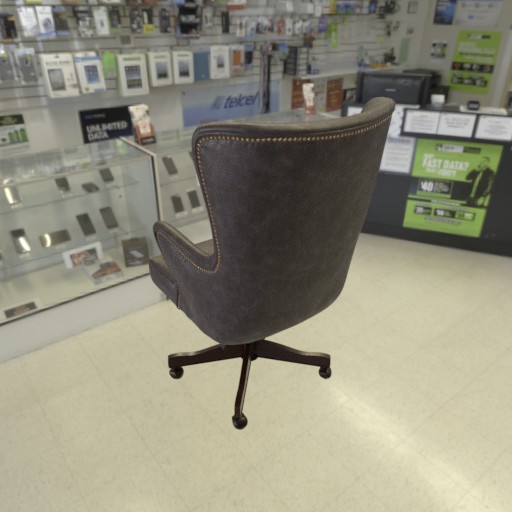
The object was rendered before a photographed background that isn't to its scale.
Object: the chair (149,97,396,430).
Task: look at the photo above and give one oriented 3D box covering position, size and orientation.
[{"bbox_3d":[0.000,0.000,1.485,0.594,1.037,0.717,-19,35,-30],"label":"chair"}]
